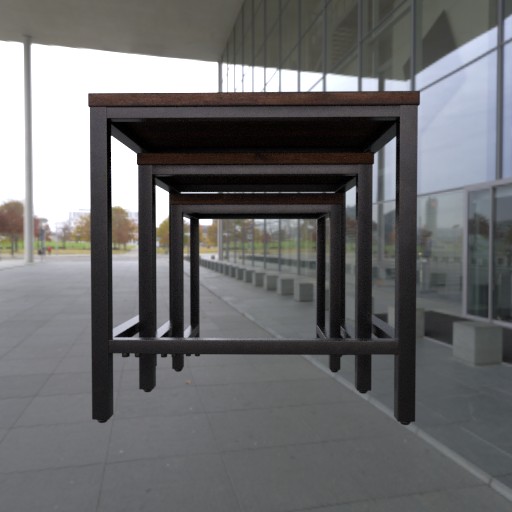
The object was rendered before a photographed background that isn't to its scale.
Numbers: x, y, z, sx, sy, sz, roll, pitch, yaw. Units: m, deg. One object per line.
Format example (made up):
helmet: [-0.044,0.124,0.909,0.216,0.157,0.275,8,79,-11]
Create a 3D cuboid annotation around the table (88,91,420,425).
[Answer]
table: [0.000,0.000,1.146,0.608,0.616,0.660,0,1,1]
